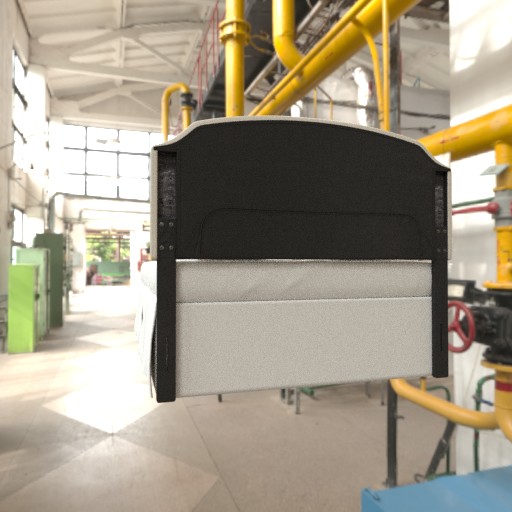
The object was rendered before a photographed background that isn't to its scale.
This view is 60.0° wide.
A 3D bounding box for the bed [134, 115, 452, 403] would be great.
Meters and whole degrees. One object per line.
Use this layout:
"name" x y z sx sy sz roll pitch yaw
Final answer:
"bed" 0.000 0.000 3.022 1.558 1.270 1.999 0 -1 -17
